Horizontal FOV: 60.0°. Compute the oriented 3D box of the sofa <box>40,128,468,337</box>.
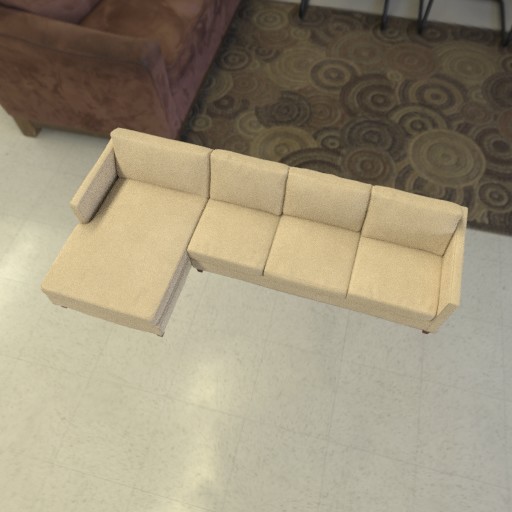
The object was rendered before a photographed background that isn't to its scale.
[{"bbox_3d":[0.000,0.000,3.705,3.186,0.846,1.625,15,61,8],"label":"sofa"}]
